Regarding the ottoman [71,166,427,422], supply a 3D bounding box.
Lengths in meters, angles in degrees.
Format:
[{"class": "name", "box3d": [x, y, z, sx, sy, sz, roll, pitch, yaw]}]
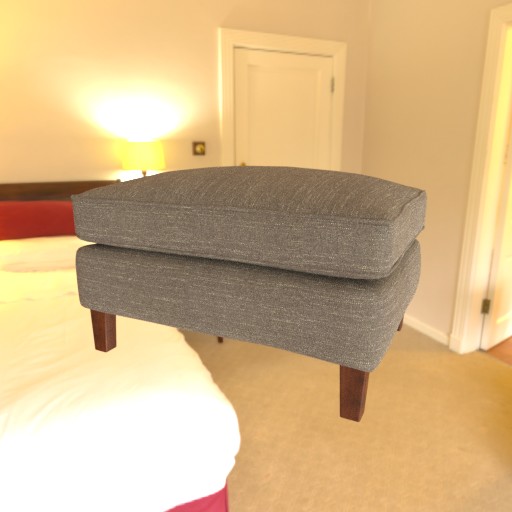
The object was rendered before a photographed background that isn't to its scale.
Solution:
[{"class": "ottoman", "box3d": [0.000, 0.000, 1.022, 0.686, 0.406, 0.508, 7, 16, 26]}]
